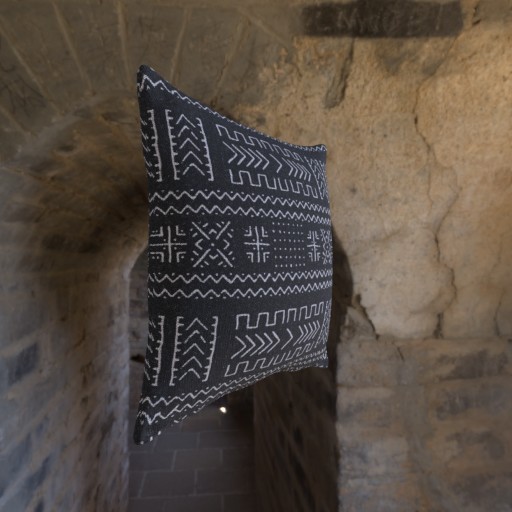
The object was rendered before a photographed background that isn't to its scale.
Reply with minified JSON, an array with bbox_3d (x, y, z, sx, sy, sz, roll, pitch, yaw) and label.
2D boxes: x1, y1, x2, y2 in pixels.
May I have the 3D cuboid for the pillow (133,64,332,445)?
[{"bbox_3d":[0.000,0.000,0.669,0.164,0.430,0.438,0,-1,37],"label":"pillow"}]
